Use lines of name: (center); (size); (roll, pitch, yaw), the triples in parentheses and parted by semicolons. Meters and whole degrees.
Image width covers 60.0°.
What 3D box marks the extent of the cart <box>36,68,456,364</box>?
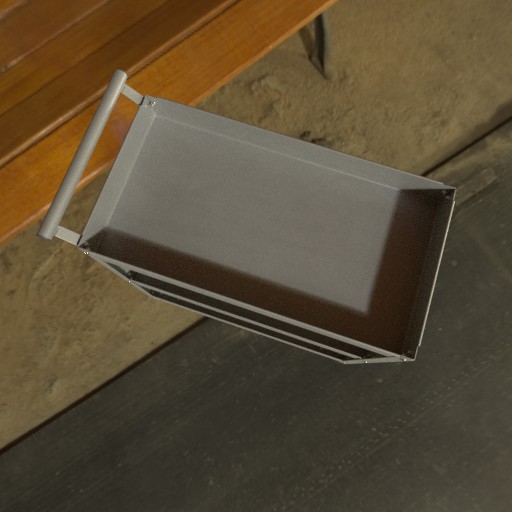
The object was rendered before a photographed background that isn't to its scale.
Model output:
cart: (0.000, 0.000, 1.185); (0.719, 0.780, 0.366); (18, 77, 4)
